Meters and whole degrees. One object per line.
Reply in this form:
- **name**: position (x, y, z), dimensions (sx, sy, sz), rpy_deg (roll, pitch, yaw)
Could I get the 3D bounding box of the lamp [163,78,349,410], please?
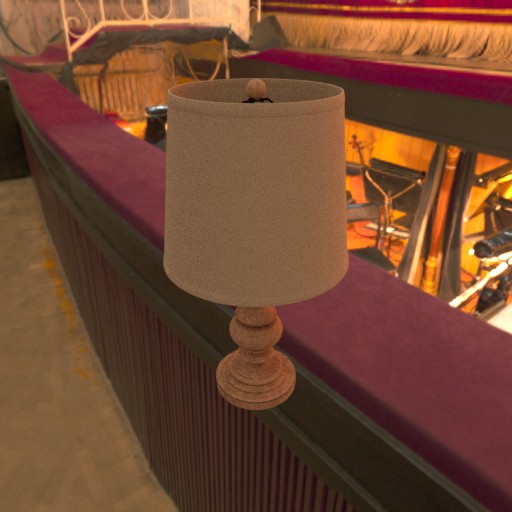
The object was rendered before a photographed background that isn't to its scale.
- **lamp**: position (0.000, 0.000, 0.665), dimensions (0.273, 0.497, 0.273), rpy_deg (0, 28, 0)
